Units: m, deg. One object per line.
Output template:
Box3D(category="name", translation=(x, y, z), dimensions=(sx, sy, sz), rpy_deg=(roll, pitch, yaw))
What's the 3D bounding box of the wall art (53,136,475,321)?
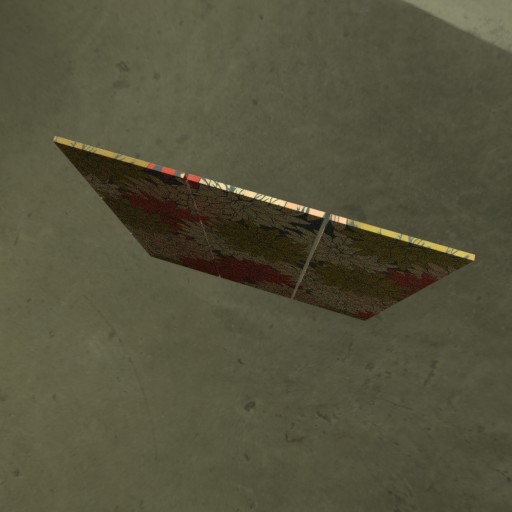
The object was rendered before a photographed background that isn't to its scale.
Box3D(category="wall art", translation=(0.000, 0.000, 1.351), dimensions=(0.904, 0.913, 0.013), rpy_deg=(16, 75, 5))
